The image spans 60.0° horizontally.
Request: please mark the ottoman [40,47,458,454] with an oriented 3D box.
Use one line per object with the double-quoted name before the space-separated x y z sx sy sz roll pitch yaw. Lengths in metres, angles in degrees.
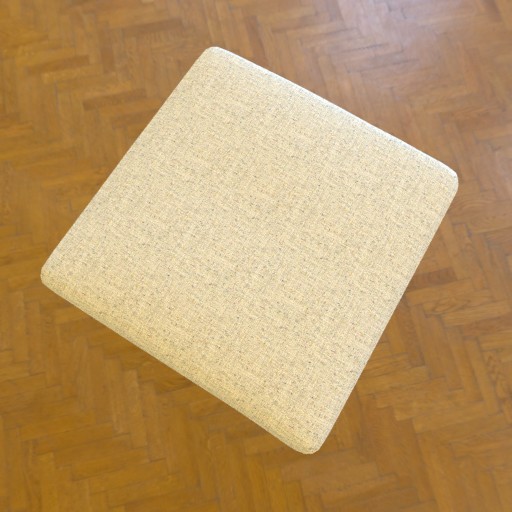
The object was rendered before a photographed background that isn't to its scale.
"ottoman" 0.000 0.000 0.893 0.512 0.453 0.521 30 77 8
